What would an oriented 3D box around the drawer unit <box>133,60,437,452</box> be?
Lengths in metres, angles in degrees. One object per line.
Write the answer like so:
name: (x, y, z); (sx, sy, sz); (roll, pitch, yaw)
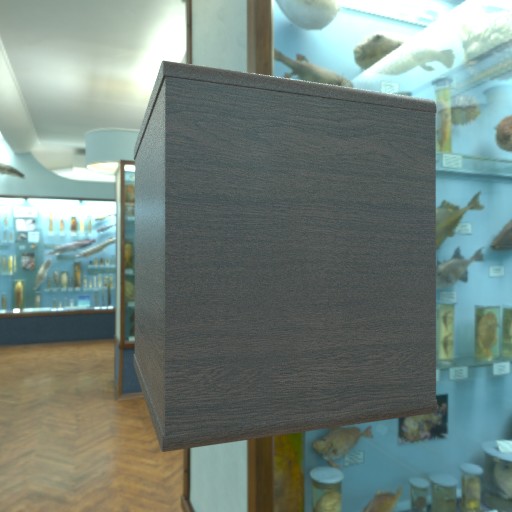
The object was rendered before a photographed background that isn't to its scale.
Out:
drawer unit: (0.000, 0.000, 0.588); (0.290, 0.344, 0.344); (0, 0, -19)
